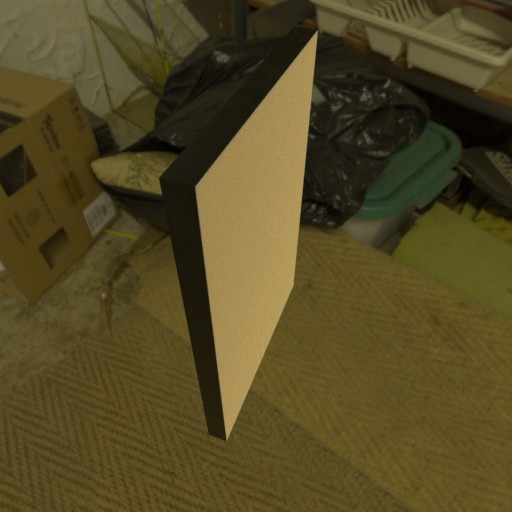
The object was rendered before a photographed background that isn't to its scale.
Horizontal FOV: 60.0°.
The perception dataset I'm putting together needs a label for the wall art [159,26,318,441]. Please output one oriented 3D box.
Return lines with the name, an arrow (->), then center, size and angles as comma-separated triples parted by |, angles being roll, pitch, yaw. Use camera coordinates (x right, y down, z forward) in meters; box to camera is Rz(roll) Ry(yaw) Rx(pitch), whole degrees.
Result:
wall art -> 0.000, 0.000, 0.577 | 0.031, 0.457, 0.313 | 16, 48, 14
